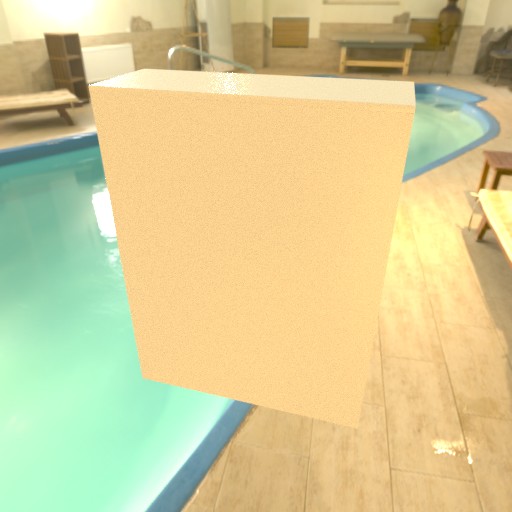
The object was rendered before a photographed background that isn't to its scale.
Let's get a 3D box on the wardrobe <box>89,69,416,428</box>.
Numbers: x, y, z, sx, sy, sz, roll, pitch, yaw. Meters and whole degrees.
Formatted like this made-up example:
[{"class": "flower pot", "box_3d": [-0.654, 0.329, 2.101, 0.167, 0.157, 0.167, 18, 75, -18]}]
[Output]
[{"class": "wardrobe", "box_3d": [0.000, 0.000, 1.624, 0.900, 1.200, 0.360, 9, 32, 14]}]
